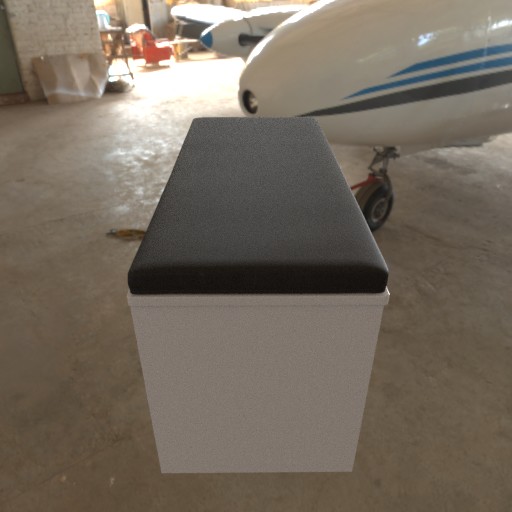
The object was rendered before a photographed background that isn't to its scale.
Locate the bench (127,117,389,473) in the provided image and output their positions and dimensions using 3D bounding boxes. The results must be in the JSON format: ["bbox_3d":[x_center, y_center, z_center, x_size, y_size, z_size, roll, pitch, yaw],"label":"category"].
[{"bbox_3d":[0.000,0.000,1.162,0.401,0.500,0.899,0,32,0],"label":"bench"}]
